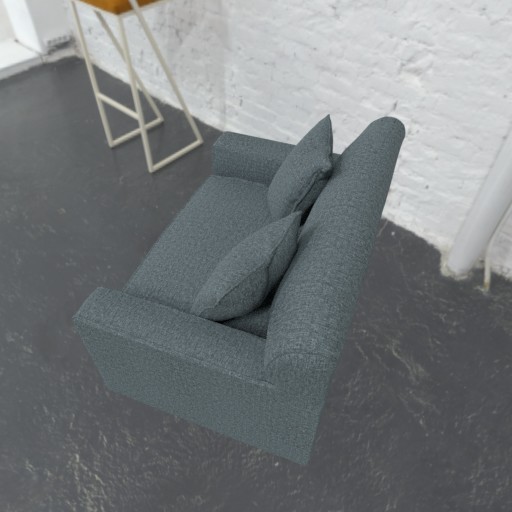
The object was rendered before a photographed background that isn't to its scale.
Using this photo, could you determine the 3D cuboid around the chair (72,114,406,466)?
[{"bbox_3d":[0.000,0.000,2.050,1.000,0.948,1.383,16,48,14],"label":"chair"}]
